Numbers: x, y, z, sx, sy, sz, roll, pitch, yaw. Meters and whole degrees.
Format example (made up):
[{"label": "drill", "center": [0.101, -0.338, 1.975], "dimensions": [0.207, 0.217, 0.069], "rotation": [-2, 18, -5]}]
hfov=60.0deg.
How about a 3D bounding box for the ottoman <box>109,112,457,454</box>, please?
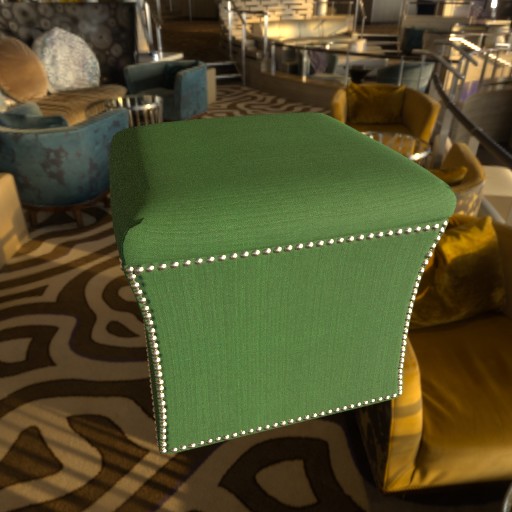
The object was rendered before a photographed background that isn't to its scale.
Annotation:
[{"label": "ottoman", "center": [0.000, 0.000, 0.890], "dimensions": [0.507, 0.475, 0.497], "rotation": [-8, 32, -14]}]
